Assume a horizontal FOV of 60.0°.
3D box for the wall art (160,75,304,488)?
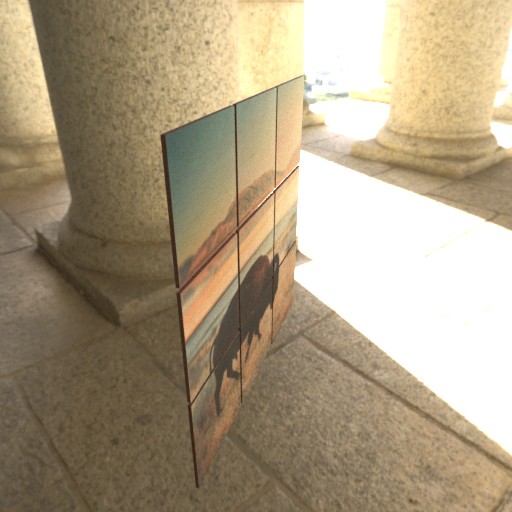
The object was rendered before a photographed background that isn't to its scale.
[{"bbox_3d":[0.000,0.000,1.763,0.019,1.218,1.221,10,30,17],"label":"wall art"}]
